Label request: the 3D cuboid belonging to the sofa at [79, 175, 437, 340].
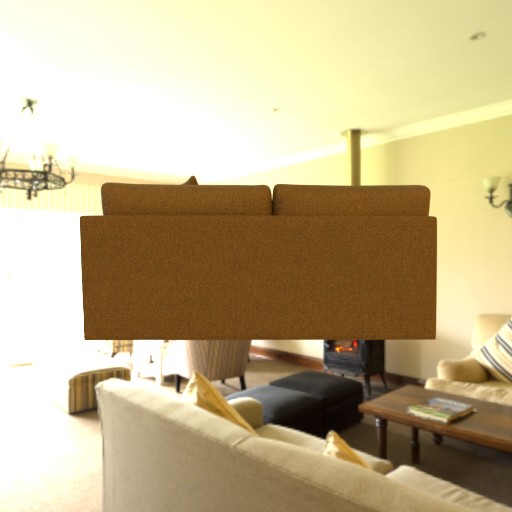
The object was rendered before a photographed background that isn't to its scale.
[{"bbox_3d":[0.000,0.000,3.876,1.994,0.978,2.896,0,-1,-1],"label":"sofa"}]
